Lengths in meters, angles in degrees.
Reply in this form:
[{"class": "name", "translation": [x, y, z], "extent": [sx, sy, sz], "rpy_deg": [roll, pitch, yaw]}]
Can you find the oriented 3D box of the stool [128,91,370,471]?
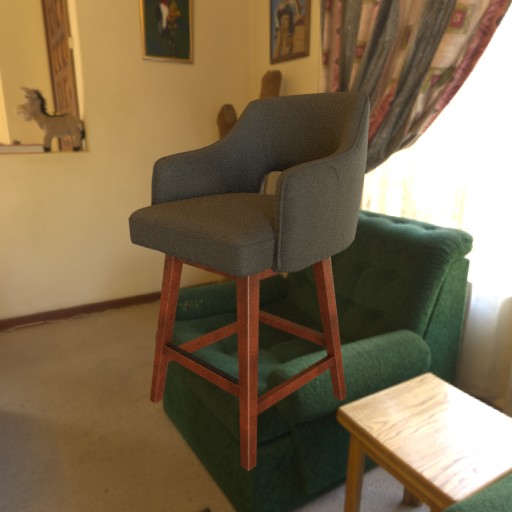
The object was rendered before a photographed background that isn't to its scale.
[{"class": "stool", "translation": [0.000, 0.000, 1.279], "extent": [0.548, 0.912, 0.558], "rpy_deg": [15, 22, 42]}]
